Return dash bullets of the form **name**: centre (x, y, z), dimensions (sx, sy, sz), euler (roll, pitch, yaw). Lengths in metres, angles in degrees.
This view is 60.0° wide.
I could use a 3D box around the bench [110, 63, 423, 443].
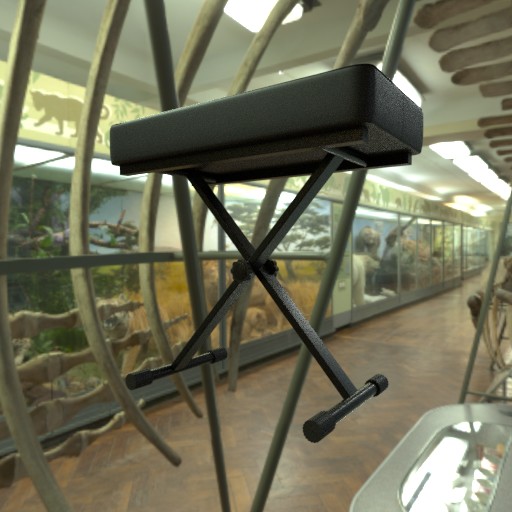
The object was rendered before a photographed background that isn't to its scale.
- **bench**: centre (0.000, 0.000, 0.918), dimensions (0.600, 0.561, 0.300), euler (1, 2, 35)
